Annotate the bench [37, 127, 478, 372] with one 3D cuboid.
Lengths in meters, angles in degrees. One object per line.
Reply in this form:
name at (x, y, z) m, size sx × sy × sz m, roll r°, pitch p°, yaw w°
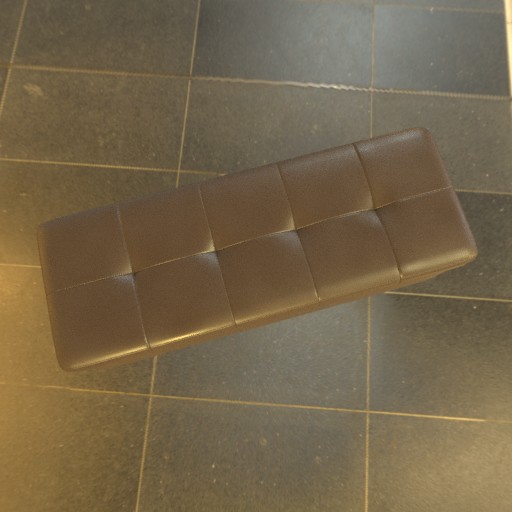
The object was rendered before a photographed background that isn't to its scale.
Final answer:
bench at (0.000, 0.000, 1.454) m, size 1.219 × 0.417 × 0.450 m, roll -15°, pitch 77°, yaw -4°
